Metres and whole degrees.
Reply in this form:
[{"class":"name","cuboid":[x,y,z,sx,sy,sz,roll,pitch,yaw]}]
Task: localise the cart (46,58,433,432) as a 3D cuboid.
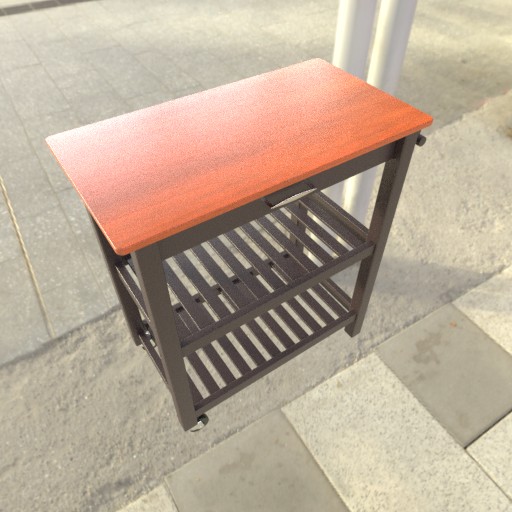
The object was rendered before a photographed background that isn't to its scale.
[{"class":"cart","cuboid":[0.000,0.000,1.420,0.899,0.927,0.457,-26,51,-23]}]
